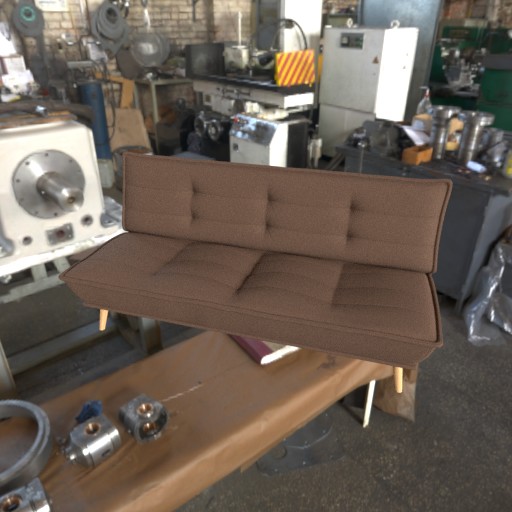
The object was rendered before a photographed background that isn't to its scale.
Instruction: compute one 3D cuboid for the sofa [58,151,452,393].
[{"bbox_3d":[0.000,0.000,2.486,1.940,0.890,0.950,8,29,15],"label":"sofa"}]
